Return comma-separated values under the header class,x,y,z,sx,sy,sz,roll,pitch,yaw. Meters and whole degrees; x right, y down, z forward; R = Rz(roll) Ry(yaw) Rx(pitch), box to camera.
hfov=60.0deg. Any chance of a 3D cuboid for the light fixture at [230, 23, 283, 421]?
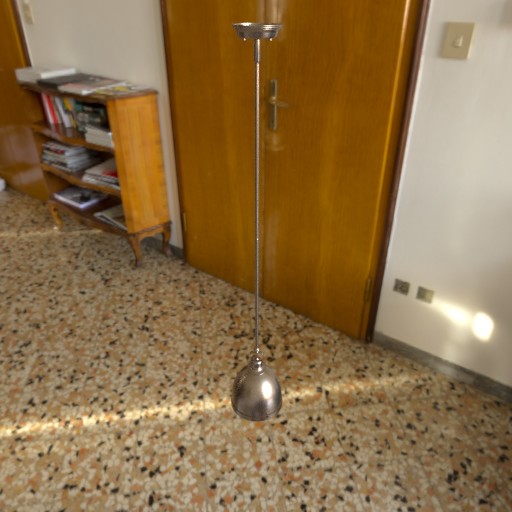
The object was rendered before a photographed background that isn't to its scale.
class,x,y,z,sx,sy,sz,roll,pitch,yaw
light fixture,0.000,0.000,1.474,0.217,1.367,0.211,1,30,1
